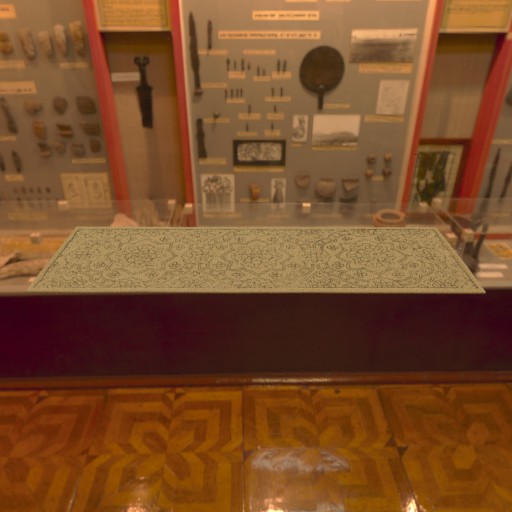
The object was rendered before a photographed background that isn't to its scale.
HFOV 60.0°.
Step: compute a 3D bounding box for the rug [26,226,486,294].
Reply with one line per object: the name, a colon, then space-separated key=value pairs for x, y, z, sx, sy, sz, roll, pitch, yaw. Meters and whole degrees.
rug: x=0.000 y=0.000 z=2.676 sx=2.448 sy=0.012 sz=0.769 roll=0 pitch=31 yaw=0
